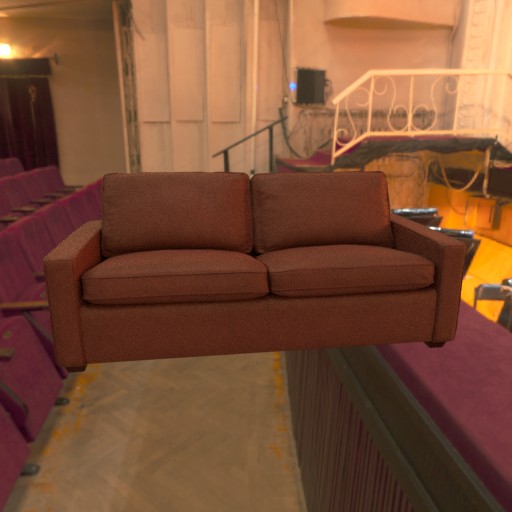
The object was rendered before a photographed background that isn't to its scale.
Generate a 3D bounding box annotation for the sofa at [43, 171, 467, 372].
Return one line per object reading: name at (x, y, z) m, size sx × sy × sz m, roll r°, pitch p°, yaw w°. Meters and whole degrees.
sofa at (0.000, 0.000, 2.559) m, size 2.080 × 0.919 × 0.940 m, roll -2°, pitch 16°, yaw -7°
